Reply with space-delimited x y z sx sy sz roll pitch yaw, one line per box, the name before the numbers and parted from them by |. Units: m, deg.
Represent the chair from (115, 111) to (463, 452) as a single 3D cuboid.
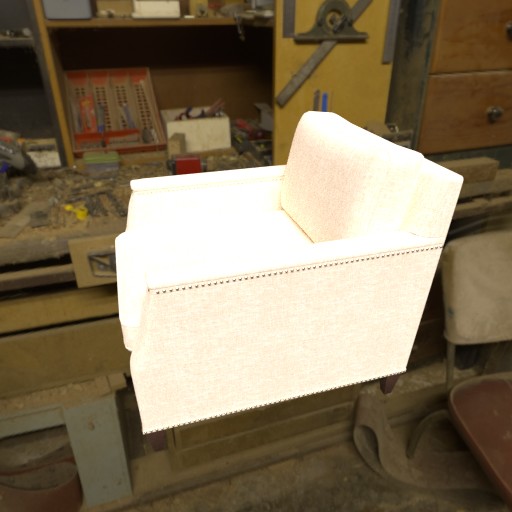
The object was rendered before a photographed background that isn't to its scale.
chair | 0.000 0.000 1.723 1.041 0.940 0.838 -8 31 -15
